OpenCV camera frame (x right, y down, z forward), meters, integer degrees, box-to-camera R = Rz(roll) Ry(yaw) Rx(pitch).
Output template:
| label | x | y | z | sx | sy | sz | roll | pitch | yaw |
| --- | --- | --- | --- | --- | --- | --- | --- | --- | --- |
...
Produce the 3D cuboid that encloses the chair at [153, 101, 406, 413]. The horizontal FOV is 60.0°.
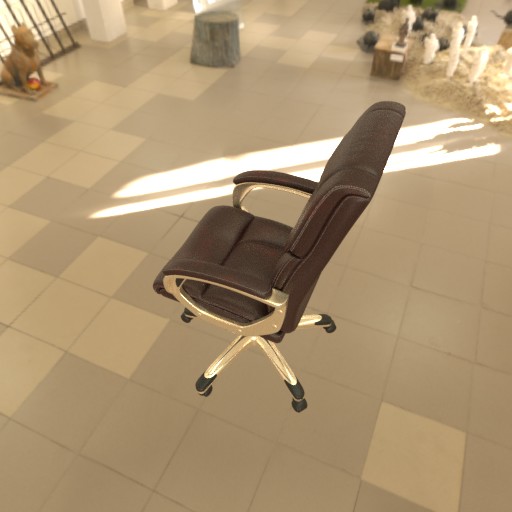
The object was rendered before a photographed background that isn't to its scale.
| label | x | y | z | sx | sy | sz | roll | pitch | yaw |
| --- | --- | --- | --- | --- | --- | --- | --- | --- | --- |
| chair | 0.000 | 0.000 | 1.573 | 0.739 | 1.107 | 0.662 | 17 | 48 | 16 |
